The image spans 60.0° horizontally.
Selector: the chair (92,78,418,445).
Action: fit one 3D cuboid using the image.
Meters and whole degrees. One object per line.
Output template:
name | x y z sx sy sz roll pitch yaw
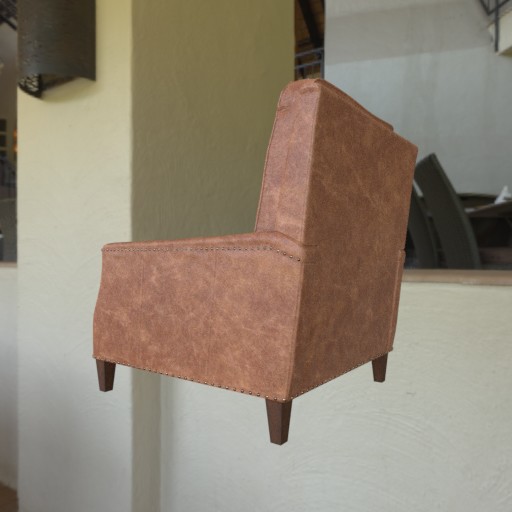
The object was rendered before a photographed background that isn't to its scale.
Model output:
chair | 0.000 0.000 1.777 1.035 1.054 0.854 0 0 37
